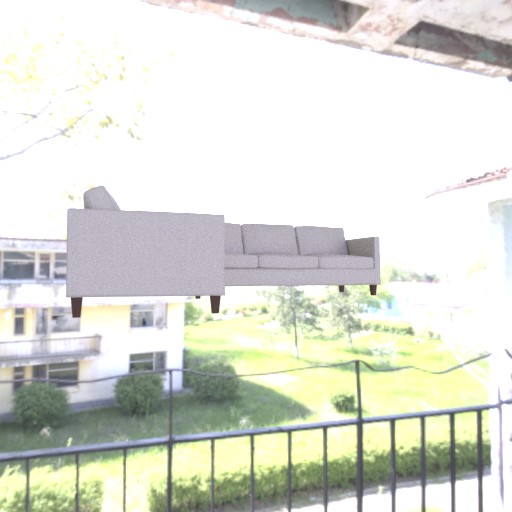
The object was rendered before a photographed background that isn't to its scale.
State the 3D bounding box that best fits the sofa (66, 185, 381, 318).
[{"bbox_3d":[0.000,0.000,4.344,3.182,0.863,2.432,1,-2,-17],"label":"sofa"}]
